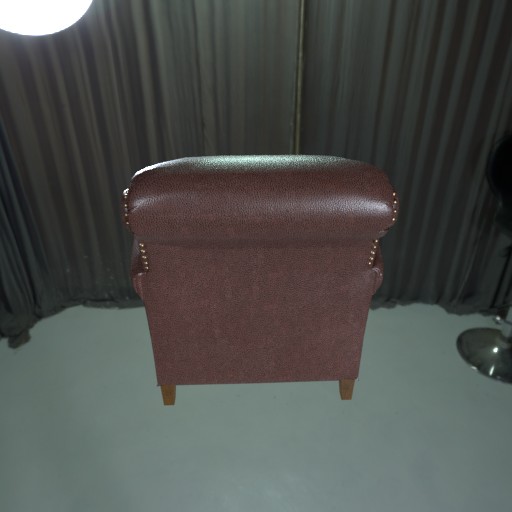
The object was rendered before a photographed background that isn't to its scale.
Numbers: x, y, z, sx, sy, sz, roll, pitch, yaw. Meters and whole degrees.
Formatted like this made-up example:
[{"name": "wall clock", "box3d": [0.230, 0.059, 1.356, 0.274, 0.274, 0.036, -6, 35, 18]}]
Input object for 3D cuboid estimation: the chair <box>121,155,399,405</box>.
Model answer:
[{"name": "chair", "box3d": [0.000, 0.000, 1.634, 0.854, 0.927, 0.890, -1, 30, -2]}]
